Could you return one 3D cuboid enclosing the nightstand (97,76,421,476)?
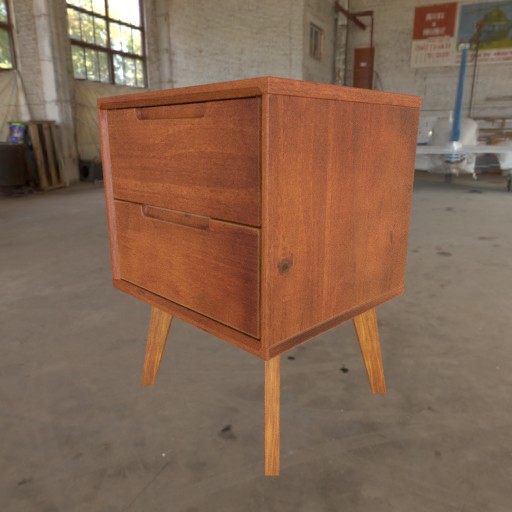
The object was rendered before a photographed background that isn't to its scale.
[{"bbox_3d":[0.000,0.000,0.915,0.411,0.618,0.460,-14,21,-43],"label":"nightstand"}]
